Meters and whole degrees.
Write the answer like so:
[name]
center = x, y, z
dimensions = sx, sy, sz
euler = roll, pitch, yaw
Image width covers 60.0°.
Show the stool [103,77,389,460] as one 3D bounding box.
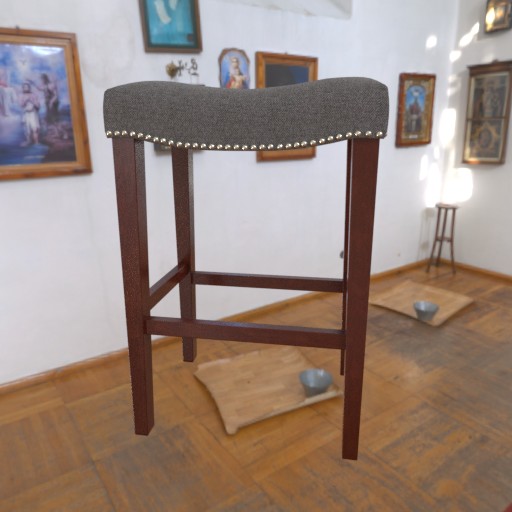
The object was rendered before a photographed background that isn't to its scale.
[stool]
center = 0.000, 0.000, 1.009
dimensions = 0.504, 0.742, 0.372
euler = 3, 16, 9
